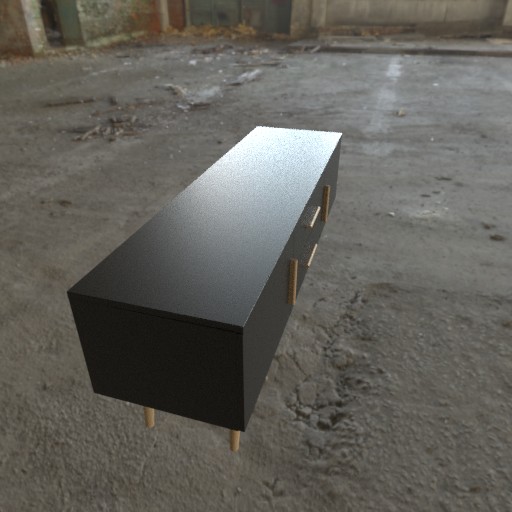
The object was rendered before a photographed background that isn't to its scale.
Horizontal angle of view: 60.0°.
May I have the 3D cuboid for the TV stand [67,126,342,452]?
[{"bbox_3d":[0.000,0.000,1.510,0.390,0.518,1.312,9,32,15],"label":"TV stand"}]
